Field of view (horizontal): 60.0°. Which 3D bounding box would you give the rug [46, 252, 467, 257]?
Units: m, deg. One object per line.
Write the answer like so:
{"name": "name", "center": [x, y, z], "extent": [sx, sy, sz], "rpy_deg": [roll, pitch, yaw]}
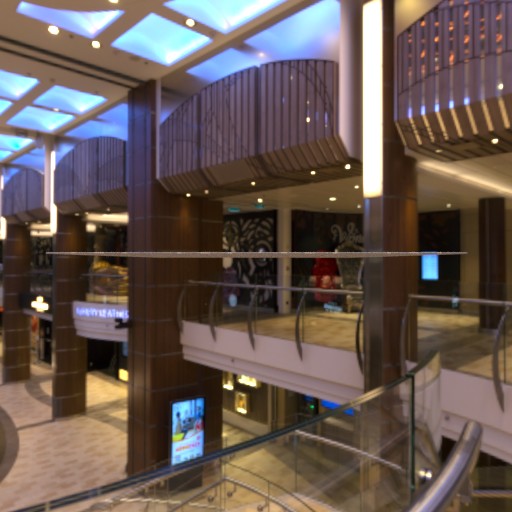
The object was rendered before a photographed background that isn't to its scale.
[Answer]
{"name": "rug", "center": [0.000, 0.000, 3.847], "extent": [2.283, 0.006, 2.892], "rpy_deg": [0, -1, 0]}
